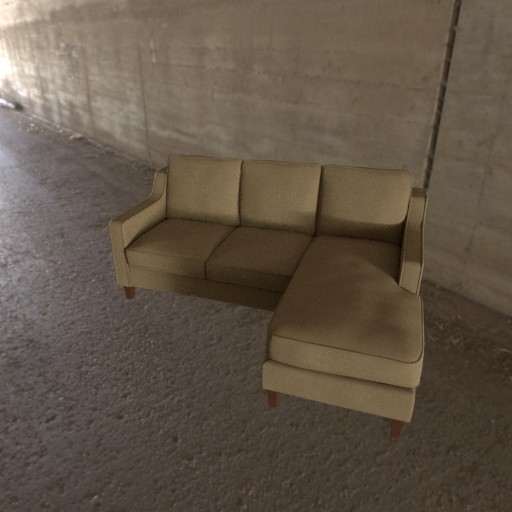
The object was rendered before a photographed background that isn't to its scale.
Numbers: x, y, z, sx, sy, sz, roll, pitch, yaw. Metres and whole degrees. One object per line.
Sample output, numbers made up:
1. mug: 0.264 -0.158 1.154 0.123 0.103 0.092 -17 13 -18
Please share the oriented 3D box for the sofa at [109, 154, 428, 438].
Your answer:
1. sofa: 0.000 0.000 3.208 2.317 1.066 1.858 8 27 17
